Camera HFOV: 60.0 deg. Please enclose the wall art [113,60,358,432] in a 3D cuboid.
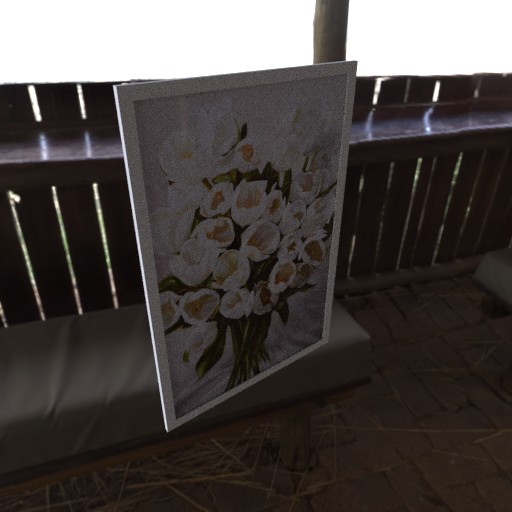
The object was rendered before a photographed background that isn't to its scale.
[{"bbox_3d":[0.000,0.000,1.241,0.660,0.965,0.015,-21,36,-31],"label":"wall art"}]
